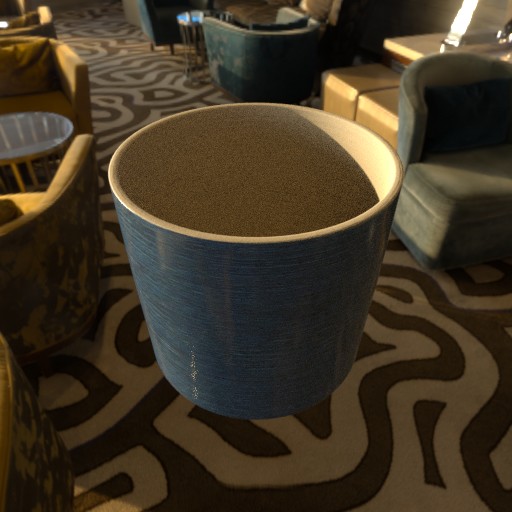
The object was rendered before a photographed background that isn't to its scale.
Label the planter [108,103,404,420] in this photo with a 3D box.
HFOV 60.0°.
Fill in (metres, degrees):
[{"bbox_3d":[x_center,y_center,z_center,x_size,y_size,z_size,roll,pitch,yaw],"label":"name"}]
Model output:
[{"bbox_3d":[0.000,0.000,0.406,0.221,0.201,0.221,0,39,0],"label":"planter"}]
